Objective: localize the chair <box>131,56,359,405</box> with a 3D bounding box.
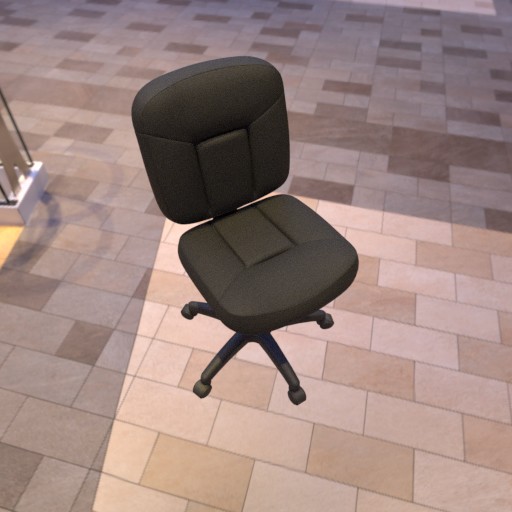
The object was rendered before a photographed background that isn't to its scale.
[{"bbox_3d":[0.000,0.000,1.356,0.610,0.972,0.610,-24,52,-21],"label":"chair"}]
